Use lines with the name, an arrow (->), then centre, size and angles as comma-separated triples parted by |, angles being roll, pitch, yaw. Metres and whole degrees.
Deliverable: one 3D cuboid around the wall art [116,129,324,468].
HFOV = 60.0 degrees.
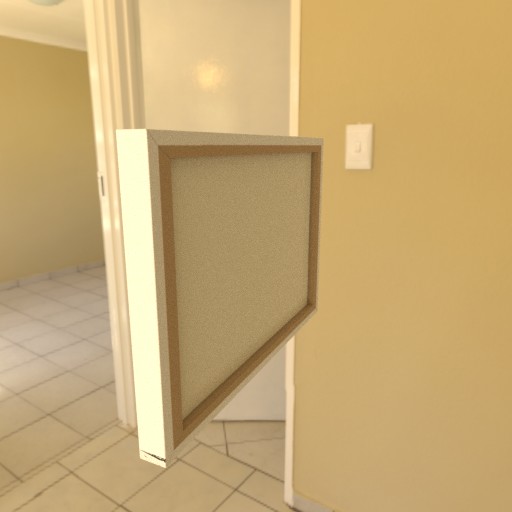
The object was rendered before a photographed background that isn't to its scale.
wall art -> 0.000, 0.000, 0.786 | 0.042, 0.414, 0.608 | 7, 15, 25
